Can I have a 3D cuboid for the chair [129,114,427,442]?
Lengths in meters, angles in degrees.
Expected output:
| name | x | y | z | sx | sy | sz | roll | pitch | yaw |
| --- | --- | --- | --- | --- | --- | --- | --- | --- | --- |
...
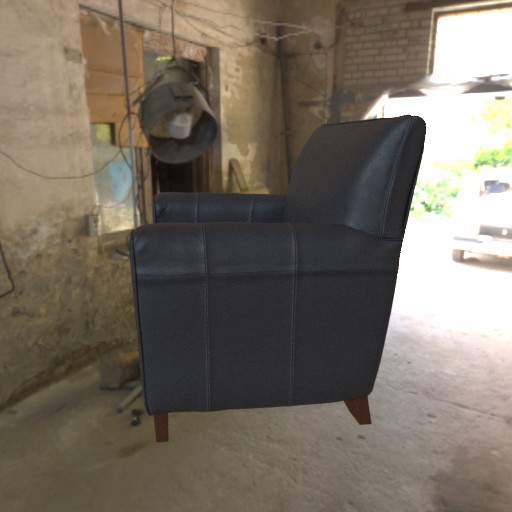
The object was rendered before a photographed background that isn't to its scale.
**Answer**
| name | x | y | z | sx | sy | sz | roll | pitch | yaw |
| --- | --- | --- | --- | --- | --- | --- | --- | --- | --- |
| chair | 0.000 | 0.000 | 1.599 | 0.825 | 0.943 | 0.870 | -2 | 15 | -8 |
